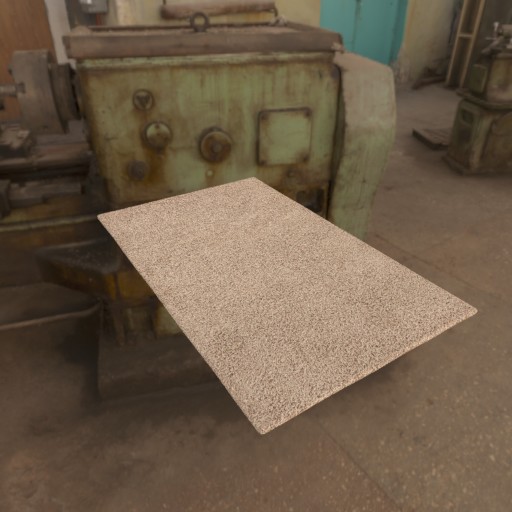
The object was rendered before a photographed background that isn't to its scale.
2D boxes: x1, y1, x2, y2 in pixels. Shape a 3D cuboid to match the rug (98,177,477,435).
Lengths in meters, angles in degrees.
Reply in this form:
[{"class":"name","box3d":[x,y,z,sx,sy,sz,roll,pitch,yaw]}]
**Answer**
[{"class":"rug","box3d":[0.000,0.000,3.106,1.524,0.030,2.438,-19,37,-27]}]
